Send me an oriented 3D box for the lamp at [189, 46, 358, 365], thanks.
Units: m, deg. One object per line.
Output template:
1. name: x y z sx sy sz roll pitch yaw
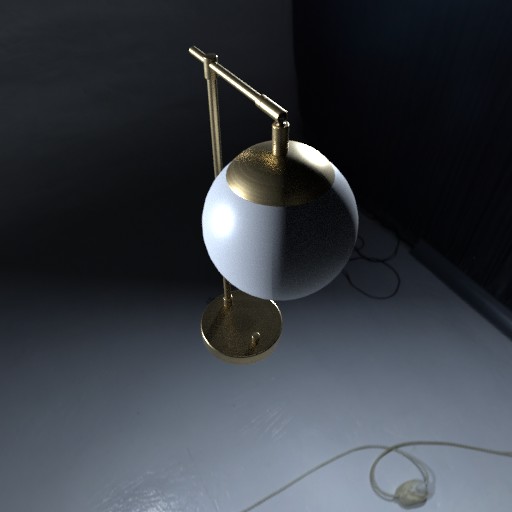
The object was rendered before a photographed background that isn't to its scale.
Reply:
1. lamp: 0.000 0.000 0.714 0.207 0.559 0.324 -25 52 -22
